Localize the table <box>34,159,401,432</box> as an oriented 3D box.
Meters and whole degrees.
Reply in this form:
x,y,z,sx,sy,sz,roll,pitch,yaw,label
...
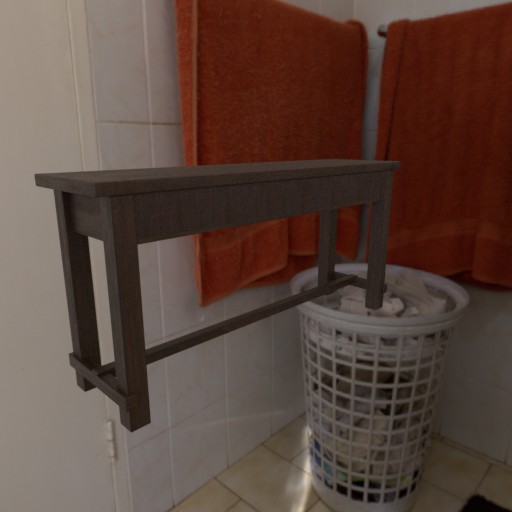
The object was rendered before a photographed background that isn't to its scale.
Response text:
x,y,z,sx,sy,sz,roll,pitch,yaw,label
0.000,0.000,1.910,1.599,0.762,0.442,-14,20,-43,table
